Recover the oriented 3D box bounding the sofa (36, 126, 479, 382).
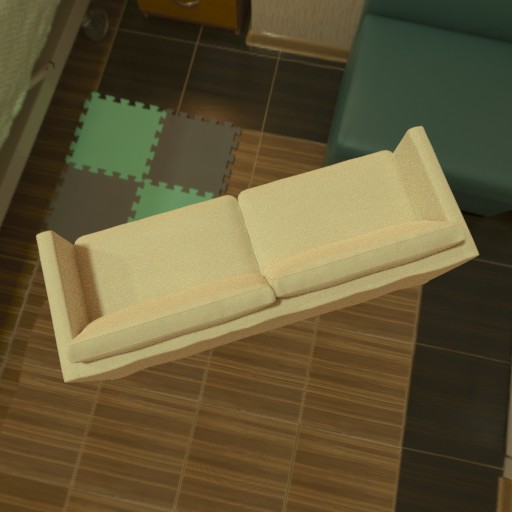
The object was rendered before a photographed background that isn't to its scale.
[{"bbox_3d":[0.000,0.000,3.227,2.779,0.999,1.036,-17,76,-4],"label":"sofa"}]
